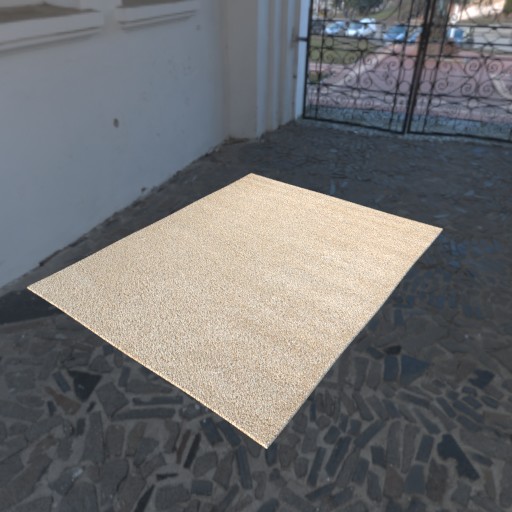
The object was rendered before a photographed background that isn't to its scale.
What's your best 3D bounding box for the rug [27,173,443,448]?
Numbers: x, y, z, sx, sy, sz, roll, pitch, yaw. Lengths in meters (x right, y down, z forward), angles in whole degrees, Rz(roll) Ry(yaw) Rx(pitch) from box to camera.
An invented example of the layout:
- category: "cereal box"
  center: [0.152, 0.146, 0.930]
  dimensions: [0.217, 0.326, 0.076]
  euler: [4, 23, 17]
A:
- category: "rug"
  center: [0.000, 0.000, 4.011]
  dimensions: [2.400, 0.026, 3.000]
  euler: [22, 39, 30]
